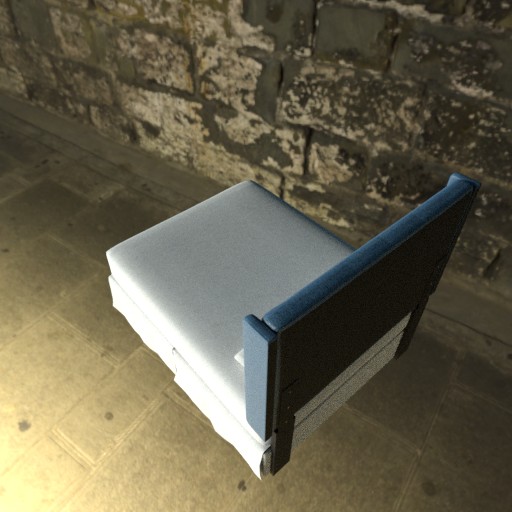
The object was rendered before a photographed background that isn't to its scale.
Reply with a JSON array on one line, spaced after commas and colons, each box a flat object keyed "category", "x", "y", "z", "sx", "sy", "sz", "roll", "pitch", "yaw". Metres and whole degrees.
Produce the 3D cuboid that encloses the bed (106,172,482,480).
[{"category": "bed", "x": 0.000, "y": 0.000, "z": 3.319, "sx": 1.719, "sy": 1.665, "sz": 2.078, "roll": -32, "pitch": 53, "yaw": -28}]
